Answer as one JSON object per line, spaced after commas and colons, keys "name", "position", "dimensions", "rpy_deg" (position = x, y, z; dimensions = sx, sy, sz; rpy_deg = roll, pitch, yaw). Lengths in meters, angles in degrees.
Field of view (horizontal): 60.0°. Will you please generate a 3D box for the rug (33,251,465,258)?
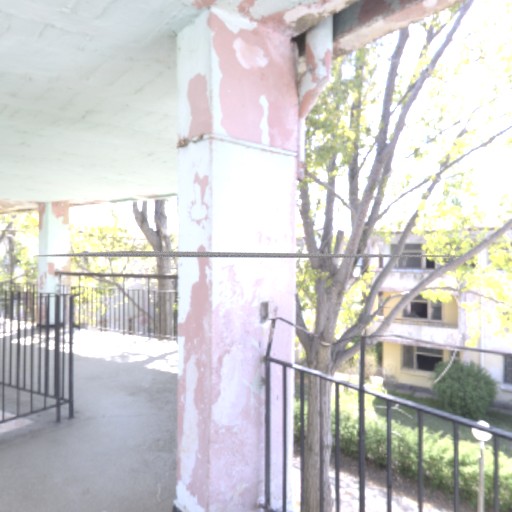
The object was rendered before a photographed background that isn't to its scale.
{"name": "rug", "position": [0.000, 0.000, 2.243], "dimensions": [1.828, 0.005, 1.219], "rpy_deg": [0, -1, -37]}
